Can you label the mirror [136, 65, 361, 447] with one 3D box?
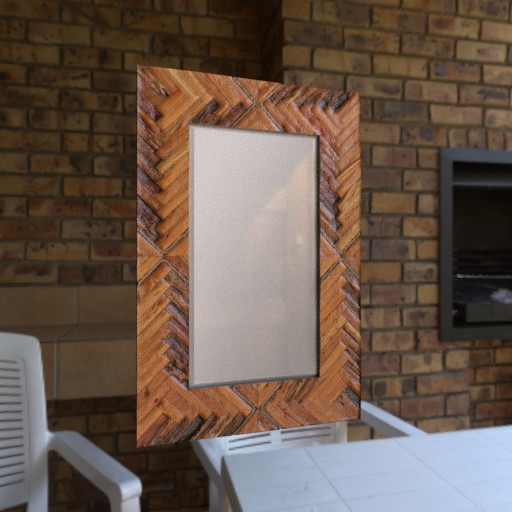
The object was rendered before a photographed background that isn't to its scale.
[{"bbox_3d":[0.000,0.000,1.165,0.606,0.912,0.044,0,0,-18],"label":"mirror"}]
